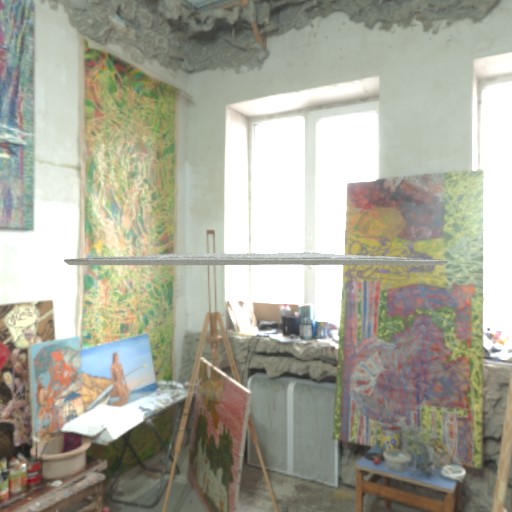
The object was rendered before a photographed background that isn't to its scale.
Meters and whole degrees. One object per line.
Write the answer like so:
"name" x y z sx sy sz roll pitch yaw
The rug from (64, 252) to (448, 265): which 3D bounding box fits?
"rug" 0.000 0.000 2.979 1.537 0.036 2.447 0 1 0
